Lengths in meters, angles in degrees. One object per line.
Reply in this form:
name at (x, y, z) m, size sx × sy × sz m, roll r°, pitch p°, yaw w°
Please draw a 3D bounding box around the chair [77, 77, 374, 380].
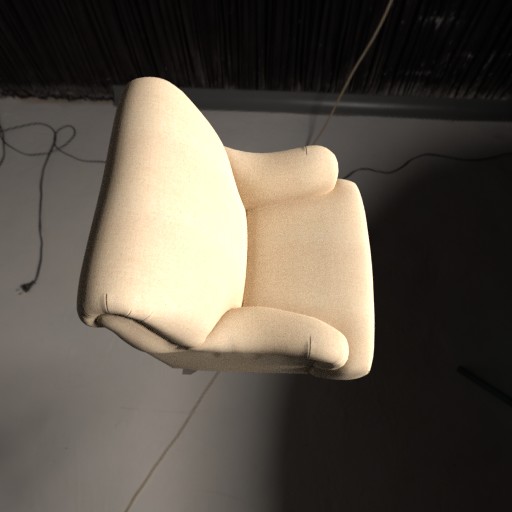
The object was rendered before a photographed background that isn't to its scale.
chair at (0.000, 0.000, 1.536) m, size 0.842 × 0.944 × 0.766 m, roll 2°, pitch 65°, yaw 1°
